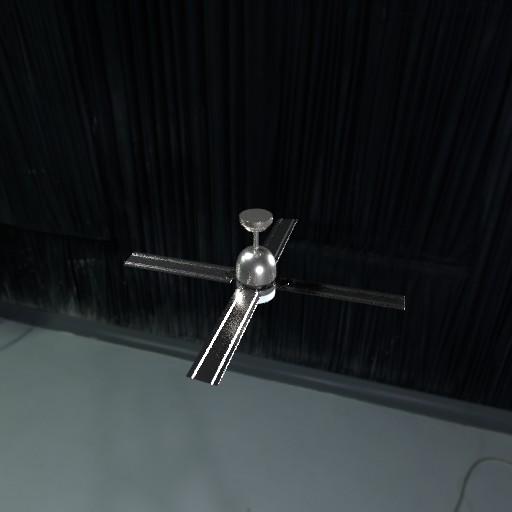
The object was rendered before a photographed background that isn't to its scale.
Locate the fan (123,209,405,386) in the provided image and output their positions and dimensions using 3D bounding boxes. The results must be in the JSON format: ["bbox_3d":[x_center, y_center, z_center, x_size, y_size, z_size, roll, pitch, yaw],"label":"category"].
[{"bbox_3d":[0.000,0.000,2.025,1.346,0.406,1.346,8,31,13],"label":"fan"}]
